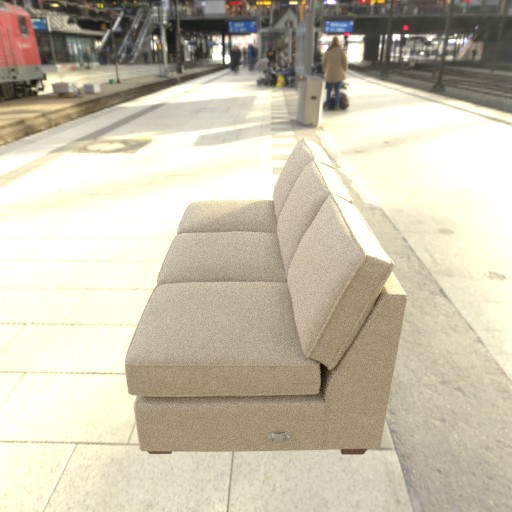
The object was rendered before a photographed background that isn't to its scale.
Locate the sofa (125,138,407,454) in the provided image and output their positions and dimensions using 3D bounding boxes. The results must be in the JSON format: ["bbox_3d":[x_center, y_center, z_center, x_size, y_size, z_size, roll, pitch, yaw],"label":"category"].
[{"bbox_3d":[0.000,0.000,2.500,1.027,0.973,1.962,0,25,0],"label":"sofa"}]
